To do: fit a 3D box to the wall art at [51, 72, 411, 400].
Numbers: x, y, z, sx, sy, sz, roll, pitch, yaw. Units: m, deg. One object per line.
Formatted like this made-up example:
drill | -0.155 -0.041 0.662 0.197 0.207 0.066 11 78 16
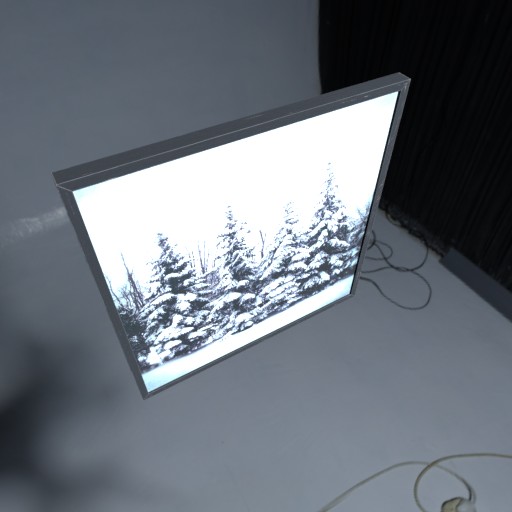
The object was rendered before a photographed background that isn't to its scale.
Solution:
wall art | 0.000 0.000 1.127 0.761 0.761 0.037 -23 50 -20
